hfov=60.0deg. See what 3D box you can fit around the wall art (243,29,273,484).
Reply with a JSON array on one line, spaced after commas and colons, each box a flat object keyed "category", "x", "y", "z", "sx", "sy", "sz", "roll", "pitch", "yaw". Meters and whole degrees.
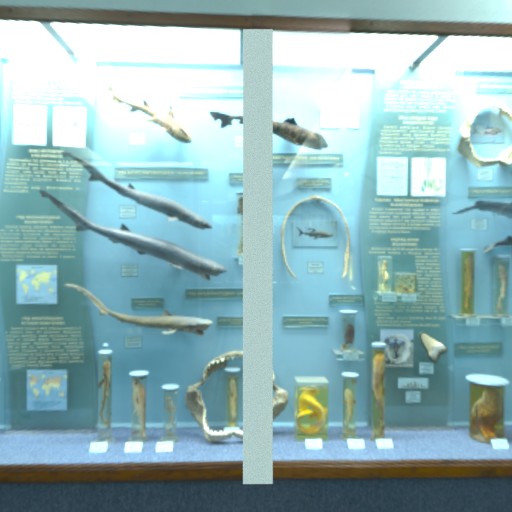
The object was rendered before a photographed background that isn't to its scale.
[{"category": "wall art", "x": 0.000, "y": 0.000, "z": 0.452, "sx": 0.020, "sy": 0.307, "sz": 0.307, "roll": 0, "pitch": 0, "yaw": 0}]
